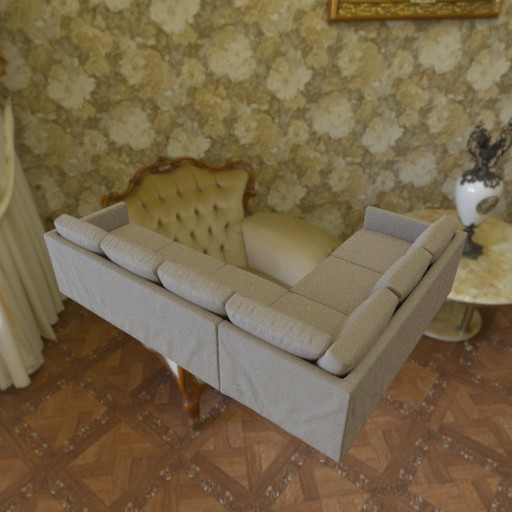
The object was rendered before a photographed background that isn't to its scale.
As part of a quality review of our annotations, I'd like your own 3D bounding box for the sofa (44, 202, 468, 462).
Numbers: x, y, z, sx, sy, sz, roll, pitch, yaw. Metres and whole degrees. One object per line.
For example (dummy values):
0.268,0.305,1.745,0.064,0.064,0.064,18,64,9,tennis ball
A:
0.000,0.000,4.285,3.182,0.871,2.432,22,38,31,sofa
